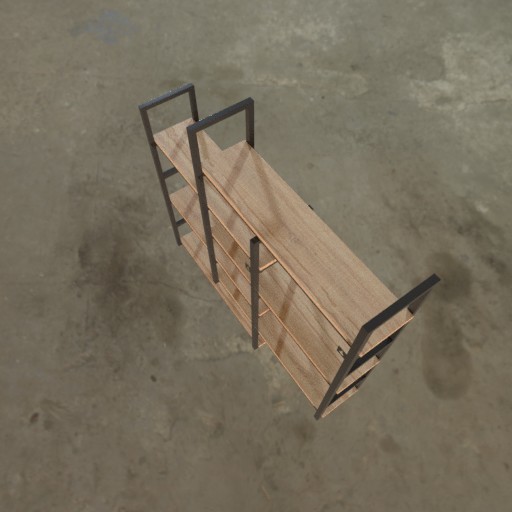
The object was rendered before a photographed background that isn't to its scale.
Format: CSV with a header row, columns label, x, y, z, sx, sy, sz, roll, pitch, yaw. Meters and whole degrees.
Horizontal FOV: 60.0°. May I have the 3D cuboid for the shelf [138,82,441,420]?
label,x,y,z,sx,sy,sz,roll,pitch,yaw
shelf,0.000,0.000,1.389,0.183,0.921,0.946,-31,64,-17
